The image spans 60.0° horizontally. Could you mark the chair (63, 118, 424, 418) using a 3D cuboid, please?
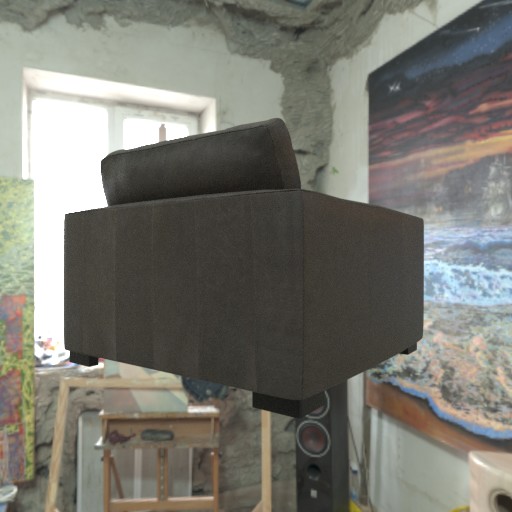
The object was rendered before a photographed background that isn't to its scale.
[{"bbox_3d":[0.000,0.000,1.808,1.106,0.807,1.080,0,0,36],"label":"chair"}]
